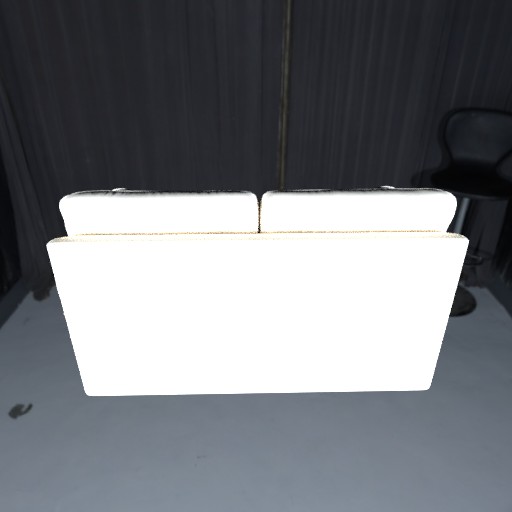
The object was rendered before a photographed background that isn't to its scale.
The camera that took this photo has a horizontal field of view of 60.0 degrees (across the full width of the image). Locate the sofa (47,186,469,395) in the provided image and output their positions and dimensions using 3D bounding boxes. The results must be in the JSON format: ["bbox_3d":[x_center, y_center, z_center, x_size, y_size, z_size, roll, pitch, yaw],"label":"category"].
[{"bbox_3d":[0.000,0.000,2.282,1.727,0.940,0.991,-1,29,-1],"label":"sofa"}]
